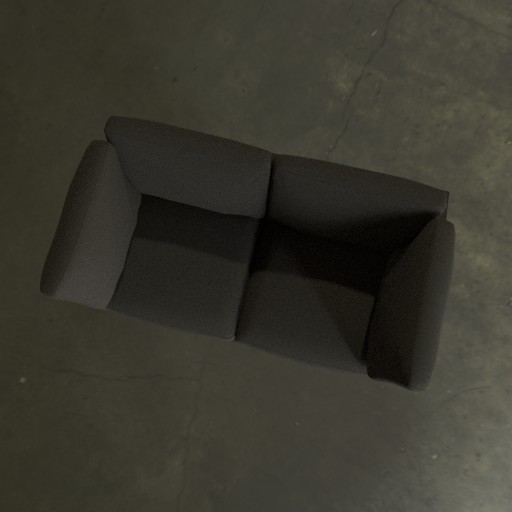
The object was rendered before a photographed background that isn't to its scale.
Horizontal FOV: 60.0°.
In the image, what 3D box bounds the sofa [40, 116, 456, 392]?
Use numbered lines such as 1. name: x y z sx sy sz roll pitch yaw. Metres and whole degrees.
1. sofa: 0.000 0.000 2.299 1.751 0.920 0.969 14 75 4
